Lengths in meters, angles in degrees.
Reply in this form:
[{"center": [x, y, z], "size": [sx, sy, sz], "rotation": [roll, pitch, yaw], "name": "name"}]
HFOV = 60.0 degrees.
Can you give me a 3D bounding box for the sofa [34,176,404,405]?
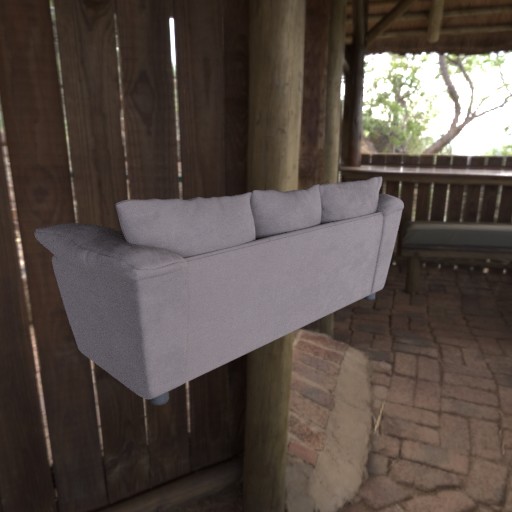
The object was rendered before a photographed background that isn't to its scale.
[{"center": [0.000, 0.000, 2.837], "size": [0.893, 0.981, 2.377], "rotation": [14, 21, 42], "name": "sofa"}]
